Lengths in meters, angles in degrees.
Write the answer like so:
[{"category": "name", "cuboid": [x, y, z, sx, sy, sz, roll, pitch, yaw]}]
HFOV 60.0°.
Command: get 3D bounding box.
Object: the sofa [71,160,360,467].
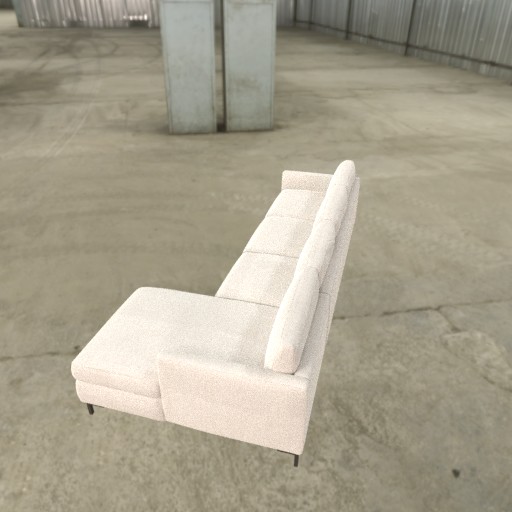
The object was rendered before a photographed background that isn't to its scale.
[{"category": "sofa", "cuboid": [0.000, 0.000, 2.929, 1.126, 0.677, 2.445, 9, 32, 14]}]
